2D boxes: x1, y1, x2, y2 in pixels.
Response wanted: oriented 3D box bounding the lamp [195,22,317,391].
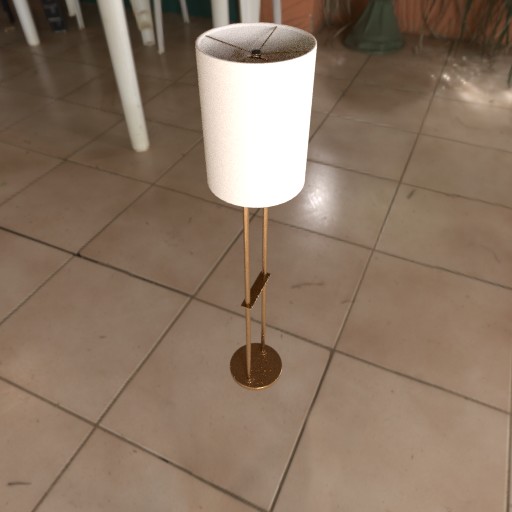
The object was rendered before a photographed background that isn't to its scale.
[{"bbox_3d":[0.000,0.000,1.634,0.305,1.500,0.306,17,46,17],"label":"lamp"}]
